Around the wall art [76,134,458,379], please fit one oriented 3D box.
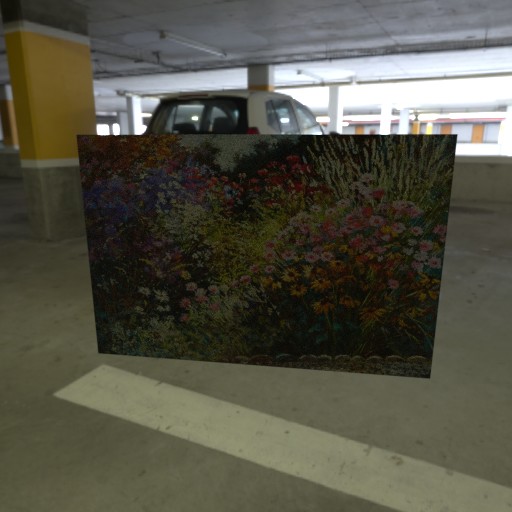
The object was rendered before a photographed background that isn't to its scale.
[{"bbox_3d":[0.000,0.000,1.142,0.908,0.604,0.037,2,15,8],"label":"wall art"}]
